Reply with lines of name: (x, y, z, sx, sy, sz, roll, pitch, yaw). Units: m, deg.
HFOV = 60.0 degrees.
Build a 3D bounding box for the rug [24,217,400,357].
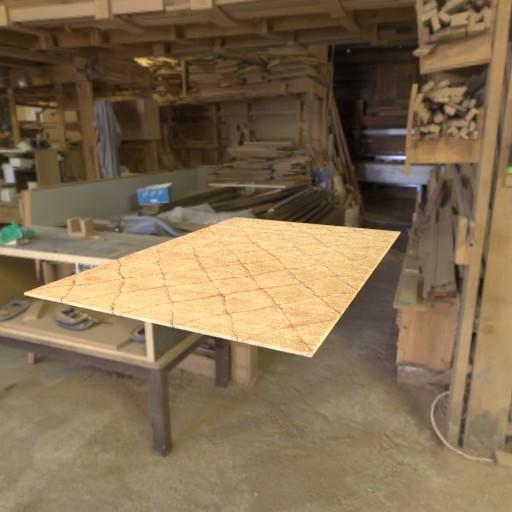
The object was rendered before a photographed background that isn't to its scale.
rug: (0.000, 0.000, 2.935, 1.528, 0.014, 2.292, 7, 17, 24)
